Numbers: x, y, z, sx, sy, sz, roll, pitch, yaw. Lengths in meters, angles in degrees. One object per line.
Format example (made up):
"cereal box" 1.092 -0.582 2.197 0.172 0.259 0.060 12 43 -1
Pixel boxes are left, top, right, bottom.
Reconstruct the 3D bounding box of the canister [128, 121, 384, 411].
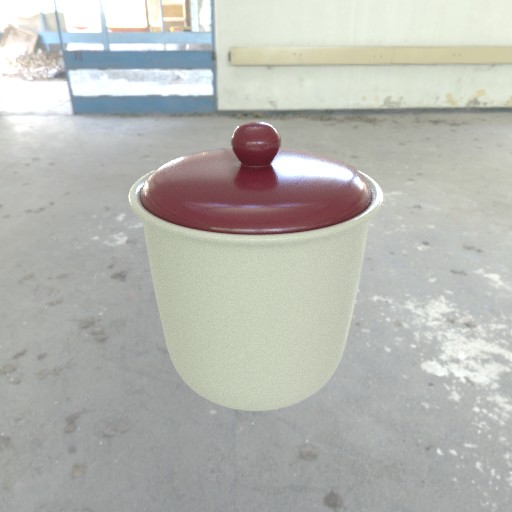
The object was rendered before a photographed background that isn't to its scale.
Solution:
"canister" 0.000 0.000 0.353 0.182 0.208 0.182 0 28 0
